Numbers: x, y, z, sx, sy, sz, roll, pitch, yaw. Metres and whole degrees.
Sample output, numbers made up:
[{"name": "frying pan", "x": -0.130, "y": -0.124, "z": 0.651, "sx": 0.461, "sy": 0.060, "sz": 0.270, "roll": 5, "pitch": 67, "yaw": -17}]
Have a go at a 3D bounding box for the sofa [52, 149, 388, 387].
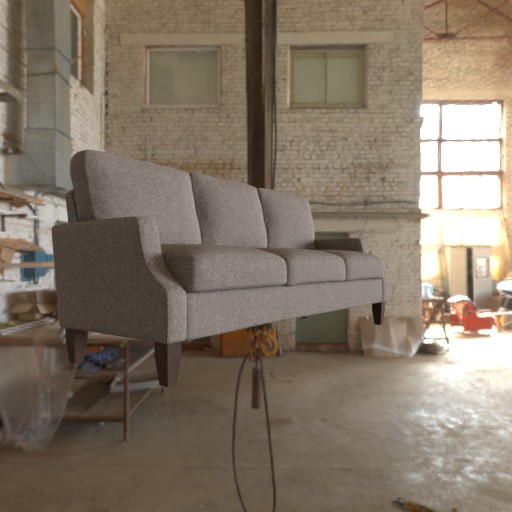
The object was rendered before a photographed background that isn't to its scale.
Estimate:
[{"name": "sofa", "x": 0.000, "y": 0.000, "z": 2.663, "sx": 0.888, "sy": 0.984, "sz": 2.115, "roll": -1, "pitch": -1, "yaw": 38}]
